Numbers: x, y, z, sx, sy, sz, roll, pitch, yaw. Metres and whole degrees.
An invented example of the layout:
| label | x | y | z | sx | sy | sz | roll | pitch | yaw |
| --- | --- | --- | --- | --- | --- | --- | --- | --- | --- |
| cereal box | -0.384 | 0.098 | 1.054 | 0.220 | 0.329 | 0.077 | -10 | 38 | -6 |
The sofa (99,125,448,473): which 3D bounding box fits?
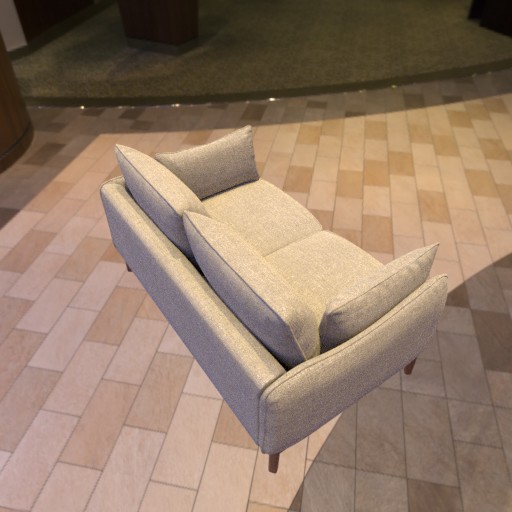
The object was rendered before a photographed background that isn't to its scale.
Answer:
| label | x | y | z | sx | sy | sz | roll | pitch | yaw |
| --- | --- | --- | --- | --- | --- | --- | --- | --- | --- |
| sofa | 0.000 | 0.000 | 2.164 | 0.972 | 0.851 | 1.580 | -25 | 47 | -26 |
